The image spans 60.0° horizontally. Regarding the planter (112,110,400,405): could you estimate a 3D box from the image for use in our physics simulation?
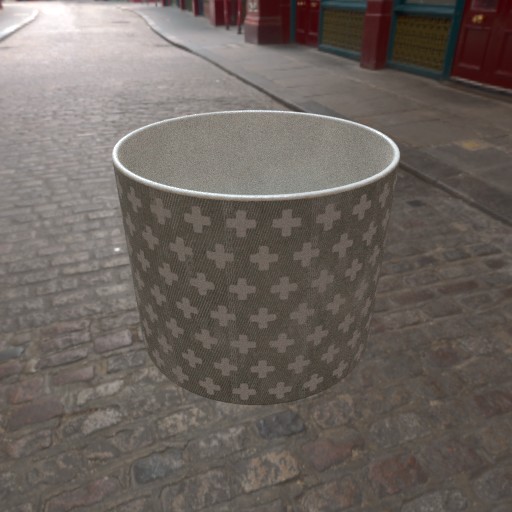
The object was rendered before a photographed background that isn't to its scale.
[{"bbox_3d":[0.000,0.000,0.459,0.250,0.239,0.250,0,31,0],"label":"planter"}]
